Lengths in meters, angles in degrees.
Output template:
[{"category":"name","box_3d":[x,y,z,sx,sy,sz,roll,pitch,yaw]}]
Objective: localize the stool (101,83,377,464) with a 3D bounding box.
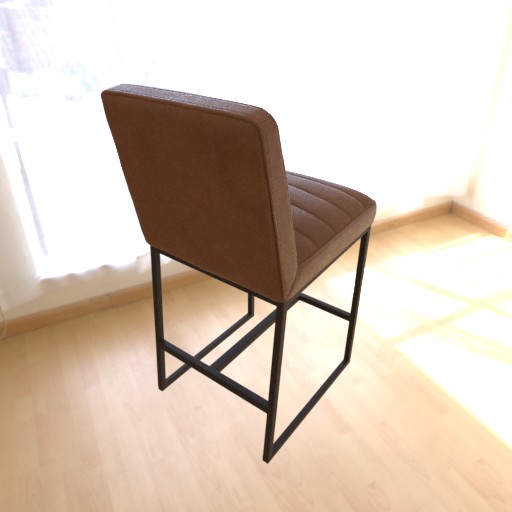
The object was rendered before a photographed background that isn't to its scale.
[{"category":"stool","box_3d":[0.000,0.000,1.238,0.458,0.940,0.556,21,37,31]}]
